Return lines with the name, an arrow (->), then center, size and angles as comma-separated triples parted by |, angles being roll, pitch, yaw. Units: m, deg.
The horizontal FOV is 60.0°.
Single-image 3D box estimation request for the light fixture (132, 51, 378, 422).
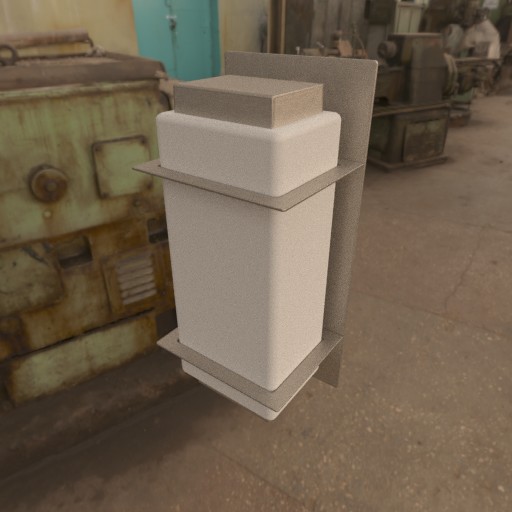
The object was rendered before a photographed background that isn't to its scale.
light fixture -> 0.000, 0.000, 0.469 | 0.168, 0.380, 0.160 | 20, 35, 31
